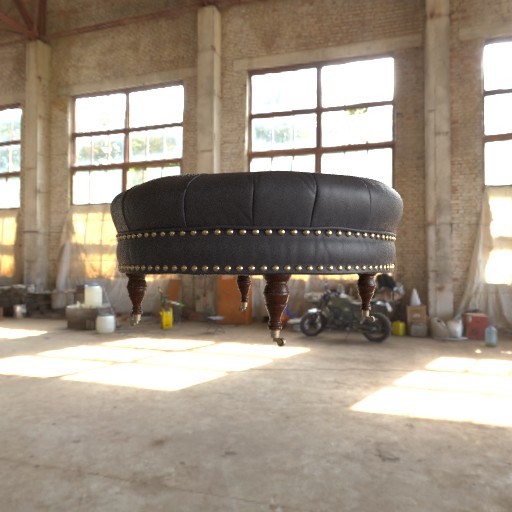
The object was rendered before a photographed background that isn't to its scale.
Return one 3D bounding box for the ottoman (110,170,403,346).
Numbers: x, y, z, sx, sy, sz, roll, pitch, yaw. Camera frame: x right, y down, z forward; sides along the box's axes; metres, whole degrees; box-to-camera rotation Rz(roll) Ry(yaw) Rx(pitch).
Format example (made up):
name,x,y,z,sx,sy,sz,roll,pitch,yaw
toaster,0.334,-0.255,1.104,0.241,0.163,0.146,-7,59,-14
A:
name,x,y,z,sx,sy,sz,roll,pitch,yaw
ottoman,0.000,0.000,1.424,0.901,0.439,0.901,0,-1,0
